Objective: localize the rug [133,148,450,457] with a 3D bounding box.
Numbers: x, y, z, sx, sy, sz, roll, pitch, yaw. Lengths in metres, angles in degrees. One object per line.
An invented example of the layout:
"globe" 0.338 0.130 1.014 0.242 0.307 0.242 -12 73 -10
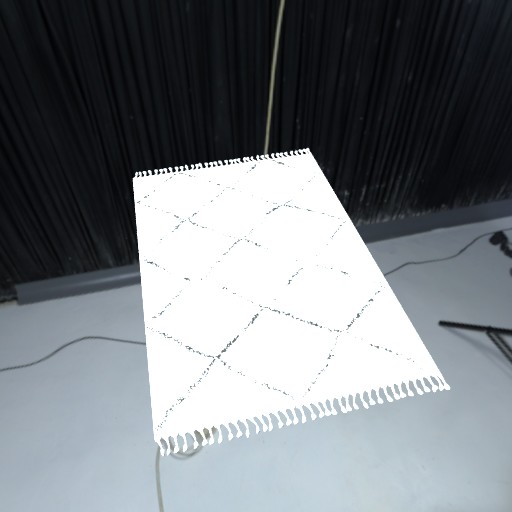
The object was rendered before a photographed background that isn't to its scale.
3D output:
"rug" 0.000 0.000 2.923 1.494 0.031 2.307 -10 47 -9
